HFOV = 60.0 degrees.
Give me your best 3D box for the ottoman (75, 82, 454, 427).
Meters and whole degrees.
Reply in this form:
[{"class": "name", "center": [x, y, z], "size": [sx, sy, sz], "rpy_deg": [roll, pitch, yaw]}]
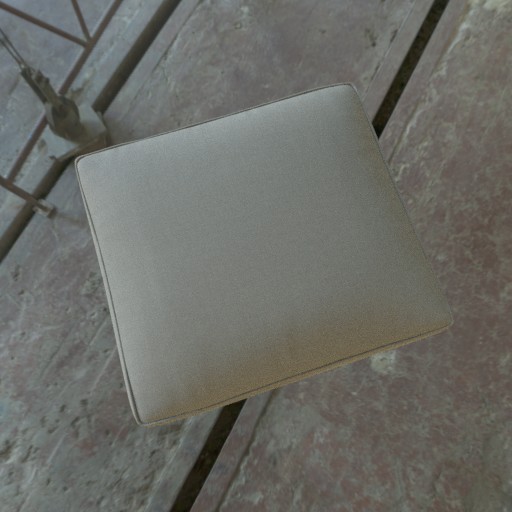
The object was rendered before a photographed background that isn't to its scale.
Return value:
[{"class": "ottoman", "center": [0.000, 0.000, 1.155], "size": [0.716, 0.505, 0.662], "rpy_deg": [-17, 76, -4]}]
